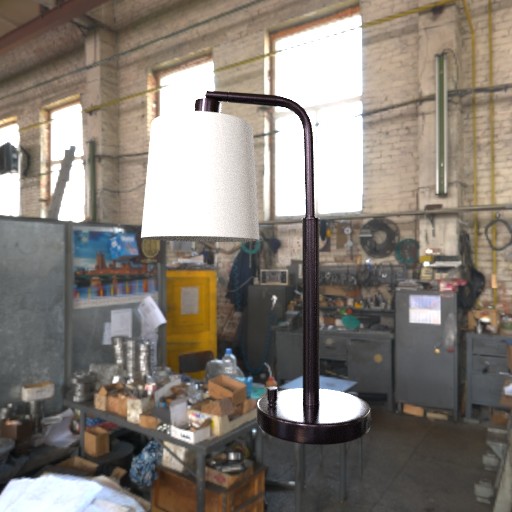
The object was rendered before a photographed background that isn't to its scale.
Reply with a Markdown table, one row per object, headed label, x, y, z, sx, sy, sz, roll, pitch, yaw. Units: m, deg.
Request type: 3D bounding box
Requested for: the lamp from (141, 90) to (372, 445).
| label | x | y | z | sx | sy | sz | roll | pitch | yaw |
| --- | --- | --- | --- | --- | --- | --- | --- | --- | --- |
| lamp | 0.000 | 0.000 | 0.653 | 0.333 | 0.489 | 0.171 | 0 | -1 | 0 |
